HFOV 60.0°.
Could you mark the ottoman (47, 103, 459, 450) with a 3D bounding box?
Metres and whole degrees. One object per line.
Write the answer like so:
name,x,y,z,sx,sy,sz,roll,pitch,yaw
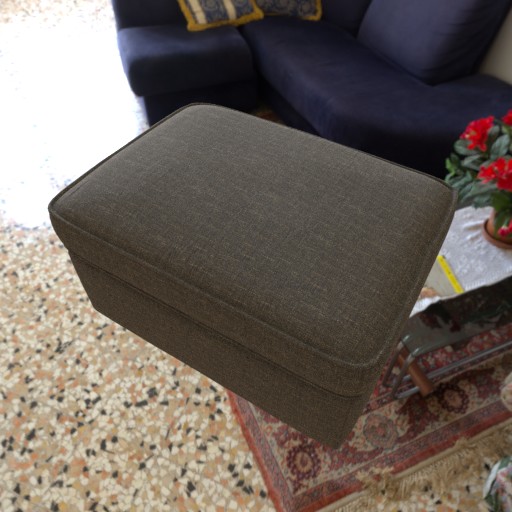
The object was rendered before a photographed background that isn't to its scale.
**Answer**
ottoman,0.000,0.000,1.071,0.749,0.450,0.549,24,52,21
